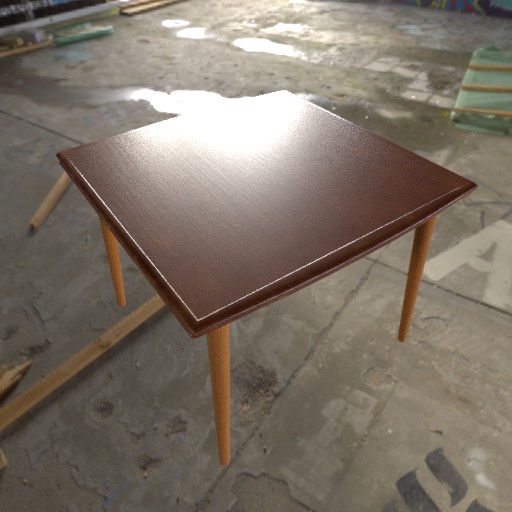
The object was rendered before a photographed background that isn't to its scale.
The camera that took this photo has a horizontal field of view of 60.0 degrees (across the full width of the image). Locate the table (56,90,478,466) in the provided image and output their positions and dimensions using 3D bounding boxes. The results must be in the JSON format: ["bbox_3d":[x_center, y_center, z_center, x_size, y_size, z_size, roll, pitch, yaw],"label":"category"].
[{"bbox_3d":[0.000,0.000,1.661,0.991,0.754,0.991,-25,47,-26],"label":"table"}]
